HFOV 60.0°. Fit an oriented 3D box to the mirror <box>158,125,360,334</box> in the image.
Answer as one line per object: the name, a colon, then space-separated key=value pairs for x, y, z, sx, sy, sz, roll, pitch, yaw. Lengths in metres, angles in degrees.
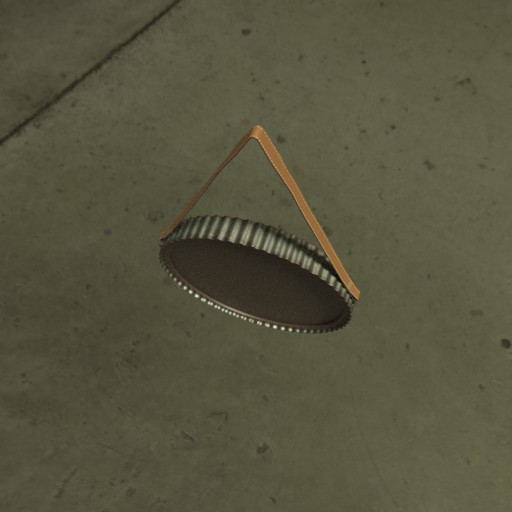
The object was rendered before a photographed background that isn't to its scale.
mirror: x=0.000 y=0.000 z=0.703 sx=0.355 sy=0.568 sz=0.042 roll=16 pitch=65 yaw=8
